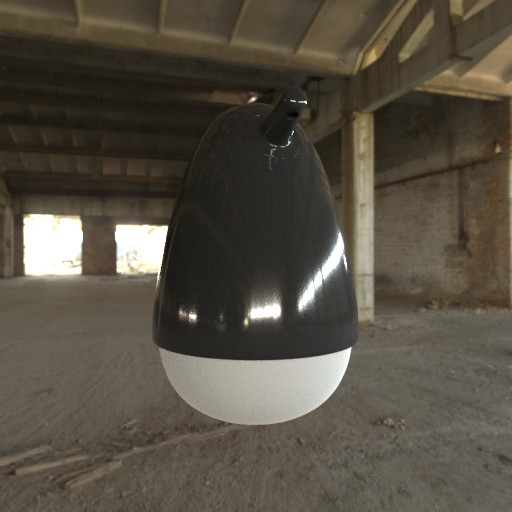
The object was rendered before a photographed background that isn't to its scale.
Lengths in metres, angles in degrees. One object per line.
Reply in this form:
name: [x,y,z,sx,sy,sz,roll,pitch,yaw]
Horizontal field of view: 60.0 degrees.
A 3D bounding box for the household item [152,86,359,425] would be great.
household item: [0.000,0.000,0.223,0.102,0.152,0.104,0,0,-18]
